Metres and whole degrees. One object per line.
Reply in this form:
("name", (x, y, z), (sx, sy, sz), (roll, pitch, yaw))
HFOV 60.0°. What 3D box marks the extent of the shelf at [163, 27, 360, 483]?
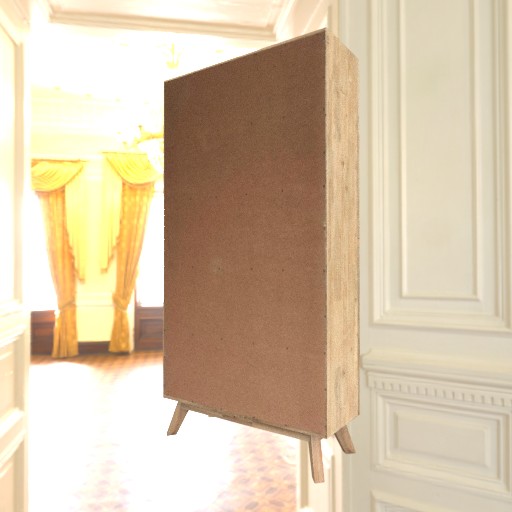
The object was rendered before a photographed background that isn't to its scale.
("shelf", (0.000, 0.000, 1.751), (0.748, 1.471, 0.308), (0, -1, 35))
